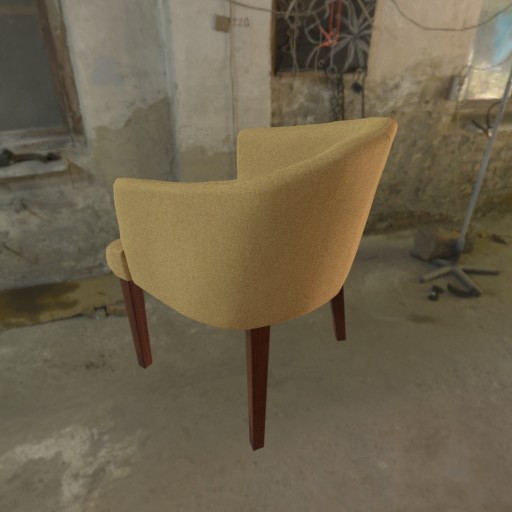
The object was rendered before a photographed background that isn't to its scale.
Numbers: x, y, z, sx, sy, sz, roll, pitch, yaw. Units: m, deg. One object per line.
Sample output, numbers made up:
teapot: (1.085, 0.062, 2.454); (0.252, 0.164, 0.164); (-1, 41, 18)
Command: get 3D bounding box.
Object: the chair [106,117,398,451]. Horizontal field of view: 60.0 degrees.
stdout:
chair: (0.000, 0.000, 1.253); (0.655, 0.811, 0.583); (21, 37, 30)
